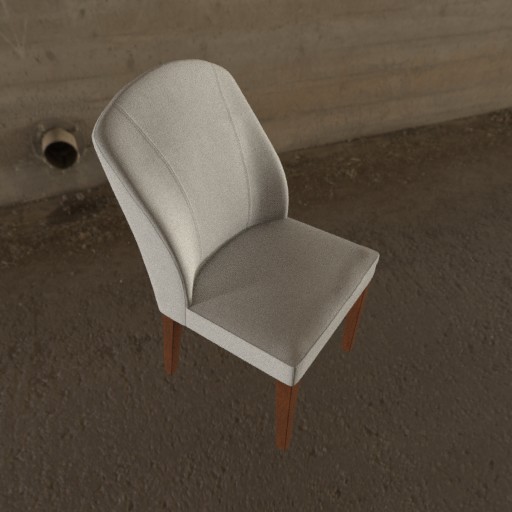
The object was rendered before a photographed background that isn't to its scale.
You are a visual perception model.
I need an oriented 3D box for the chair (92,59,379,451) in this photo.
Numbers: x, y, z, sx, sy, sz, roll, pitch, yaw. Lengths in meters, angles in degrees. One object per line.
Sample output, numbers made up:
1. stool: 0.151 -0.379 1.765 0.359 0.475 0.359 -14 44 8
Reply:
1. chair: 0.000 0.000 1.186 0.540 0.893 0.472 24 46 25
